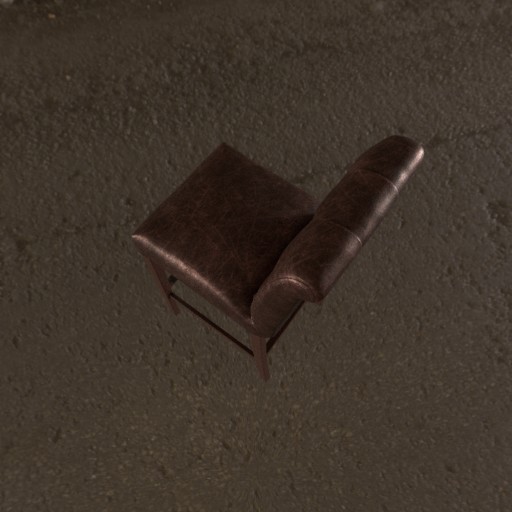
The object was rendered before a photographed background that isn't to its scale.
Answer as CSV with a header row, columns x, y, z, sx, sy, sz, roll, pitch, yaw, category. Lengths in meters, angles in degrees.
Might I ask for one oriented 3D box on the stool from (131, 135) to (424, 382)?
x,y,z,sx,sy,sz,roll,pitch,yaw,category
0.000,0.000,1.522,0.659,1.168,0.483,33,68,15,stool
